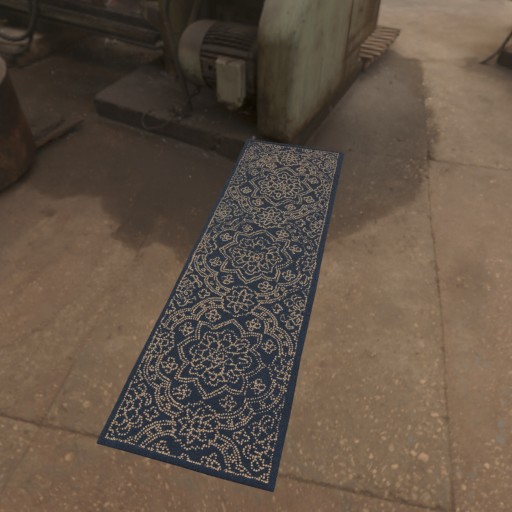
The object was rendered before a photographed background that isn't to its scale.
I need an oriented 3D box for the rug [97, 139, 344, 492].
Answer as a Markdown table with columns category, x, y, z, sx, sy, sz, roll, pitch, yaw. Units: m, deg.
| category | x | y | z | sx | sy | sz | roll | pitch | yaw |
| --- | --- | --- | --- | --- | --- | --- | --- | --- | --- |
| rug | 0.000 | 0.000 | 2.614 | 0.769 | 0.012 | 2.448 | 10 | 47 | 10 |
